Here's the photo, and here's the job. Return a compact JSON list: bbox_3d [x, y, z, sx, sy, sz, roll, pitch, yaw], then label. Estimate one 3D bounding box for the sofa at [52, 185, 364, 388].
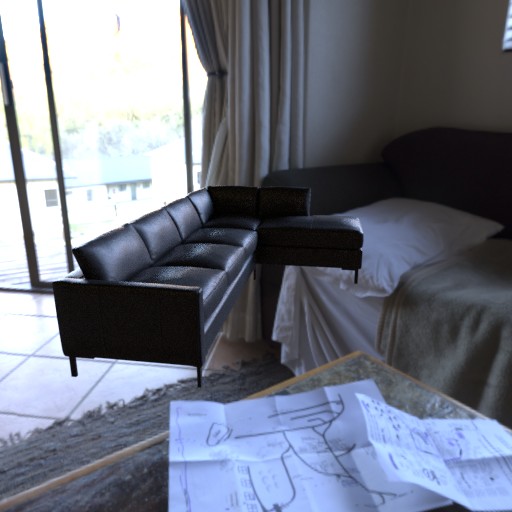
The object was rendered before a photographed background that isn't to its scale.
[{"bbox_3d":[0.000,0.000,3.897,1.938,0.877,2.984,3,16,9],"label":"sofa"}]
